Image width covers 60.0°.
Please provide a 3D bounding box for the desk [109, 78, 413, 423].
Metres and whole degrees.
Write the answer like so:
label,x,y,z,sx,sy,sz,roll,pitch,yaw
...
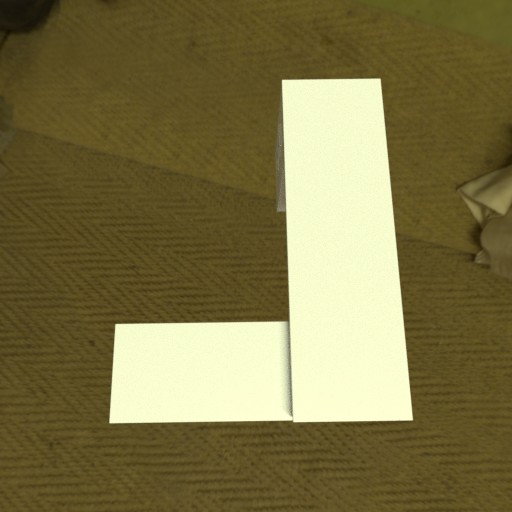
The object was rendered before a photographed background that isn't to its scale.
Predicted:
label,x,y,z,sx,sy,sz,roll,pitch,yaw
desk,0.000,0.000,2.273,1.200,0.753,1.524,-1,76,0
